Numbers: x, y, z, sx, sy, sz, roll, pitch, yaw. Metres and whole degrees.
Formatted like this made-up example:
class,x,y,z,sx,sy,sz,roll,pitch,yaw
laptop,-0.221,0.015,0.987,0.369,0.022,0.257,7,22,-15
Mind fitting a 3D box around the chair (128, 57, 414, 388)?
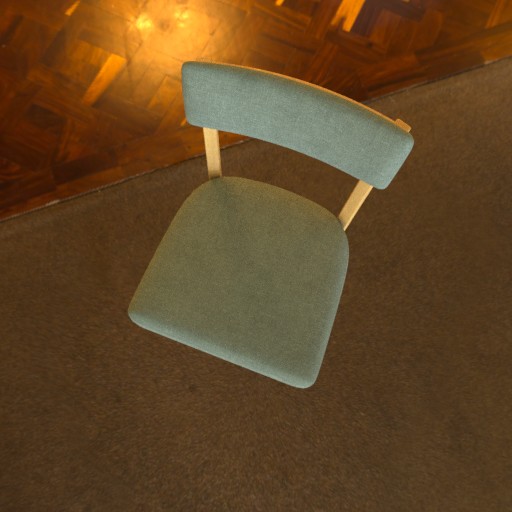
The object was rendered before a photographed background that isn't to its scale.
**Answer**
class,x,y,z,sx,sy,sz,roll,pitch,yaw
chair,0.000,0.000,1.208,0.508,0.832,0.572,20,77,5
